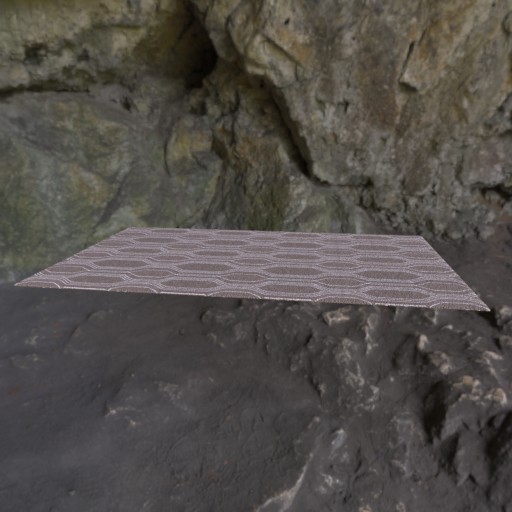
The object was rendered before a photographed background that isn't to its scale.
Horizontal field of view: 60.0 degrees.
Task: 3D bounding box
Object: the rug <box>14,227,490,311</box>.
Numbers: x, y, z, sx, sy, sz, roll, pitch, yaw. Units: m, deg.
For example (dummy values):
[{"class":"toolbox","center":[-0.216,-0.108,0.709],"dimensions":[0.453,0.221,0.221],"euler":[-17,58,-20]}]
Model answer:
[{"class":"rug","center":[0.000,0.000,2.989],"dimensions":[2.457,0.012,1.541],"euler":[2,16,8]}]
